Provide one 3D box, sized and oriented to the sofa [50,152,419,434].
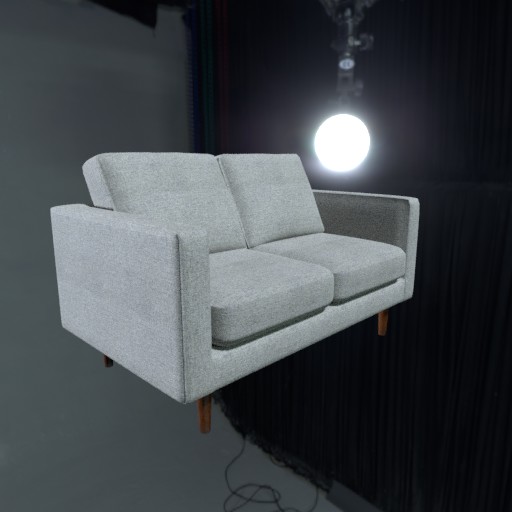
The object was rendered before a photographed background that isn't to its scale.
[{"bbox_3d":[0.000,0.000,2.140,0.969,0.973,1.527,12,18,43],"label":"sofa"}]
